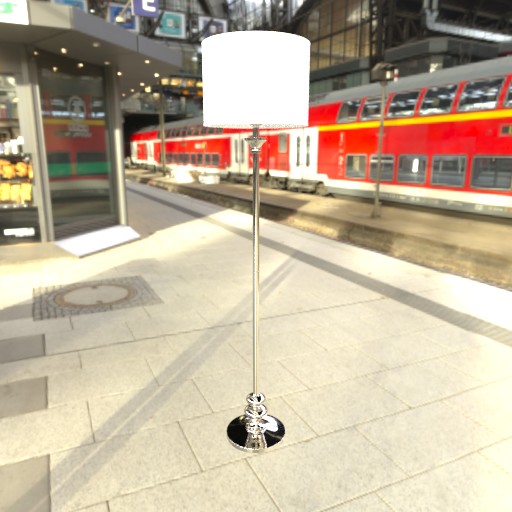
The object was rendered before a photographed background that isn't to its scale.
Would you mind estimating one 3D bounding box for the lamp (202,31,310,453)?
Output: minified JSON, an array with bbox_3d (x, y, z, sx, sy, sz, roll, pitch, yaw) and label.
[{"bbox_3d":[0.000,0.000,1.632,0.356,1.487,0.356,-7,15,-26],"label":"lamp"}]
